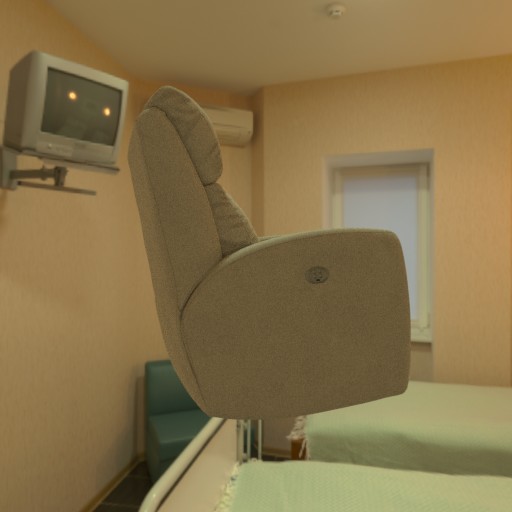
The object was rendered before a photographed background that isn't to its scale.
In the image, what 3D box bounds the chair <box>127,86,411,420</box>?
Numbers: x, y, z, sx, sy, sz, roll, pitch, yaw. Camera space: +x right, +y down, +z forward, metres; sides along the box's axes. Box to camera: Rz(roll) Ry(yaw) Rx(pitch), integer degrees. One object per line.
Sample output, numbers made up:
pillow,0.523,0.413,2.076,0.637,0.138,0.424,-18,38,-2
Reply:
chair,0.000,0.000,1.703,0.940,1.021,0.794,0,0,-18
